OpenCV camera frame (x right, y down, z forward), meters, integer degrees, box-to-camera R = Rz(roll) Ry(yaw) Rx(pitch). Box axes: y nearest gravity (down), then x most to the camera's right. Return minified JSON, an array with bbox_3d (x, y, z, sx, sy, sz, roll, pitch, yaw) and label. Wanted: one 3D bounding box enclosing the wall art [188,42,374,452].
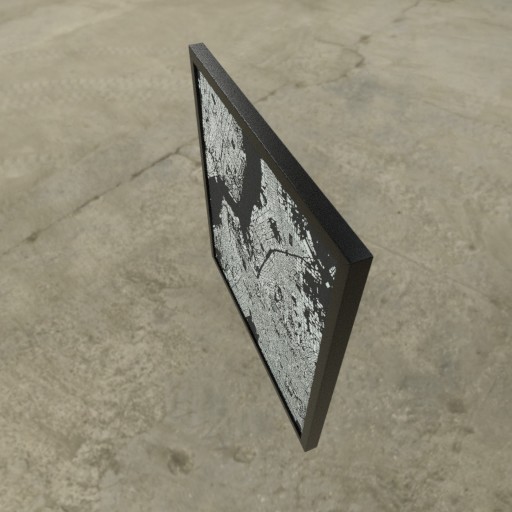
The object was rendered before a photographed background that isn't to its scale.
[{"bbox_3d":[0.000,0.000,1.121,0.038,0.761,0.755,-17,50,-15],"label":"wall art"}]
